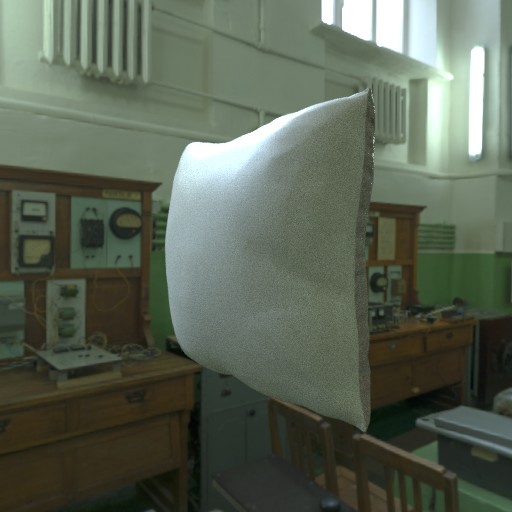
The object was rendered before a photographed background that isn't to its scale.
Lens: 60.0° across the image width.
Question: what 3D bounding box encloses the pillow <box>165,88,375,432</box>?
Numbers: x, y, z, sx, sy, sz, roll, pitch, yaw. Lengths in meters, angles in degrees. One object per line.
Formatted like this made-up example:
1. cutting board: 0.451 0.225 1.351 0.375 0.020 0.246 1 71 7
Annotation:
1. pillow: 0.000 0.000 0.740 0.245 0.448 0.450 -1 2 -38
